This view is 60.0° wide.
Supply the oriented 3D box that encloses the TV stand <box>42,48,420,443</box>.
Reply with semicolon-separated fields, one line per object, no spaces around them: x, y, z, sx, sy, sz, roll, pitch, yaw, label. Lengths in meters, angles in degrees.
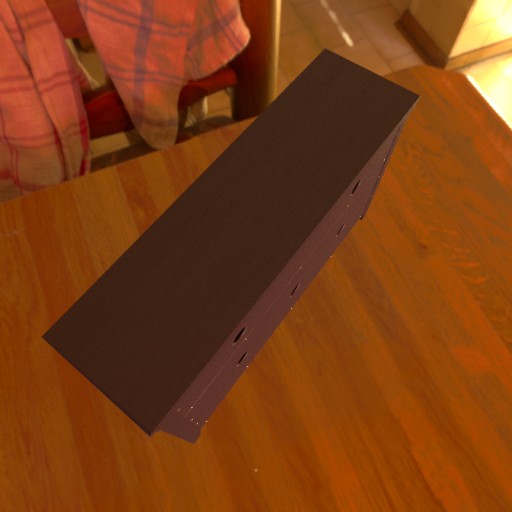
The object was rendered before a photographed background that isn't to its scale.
0.000;0.000;1.483;0.347;0.681;1.198;34;69;15;TV stand
